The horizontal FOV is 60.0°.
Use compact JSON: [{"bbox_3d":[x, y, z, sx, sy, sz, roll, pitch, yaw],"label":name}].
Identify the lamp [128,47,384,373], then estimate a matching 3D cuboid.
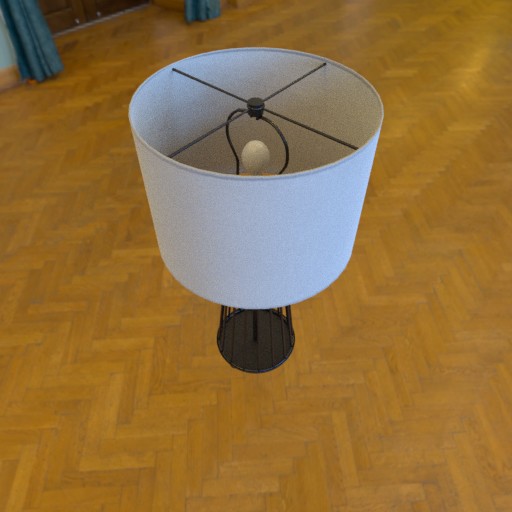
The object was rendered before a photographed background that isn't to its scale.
[{"bbox_3d":[0.000,0.000,0.787,0.322,0.593,0.322,32,55,26],"label":"lamp"}]
